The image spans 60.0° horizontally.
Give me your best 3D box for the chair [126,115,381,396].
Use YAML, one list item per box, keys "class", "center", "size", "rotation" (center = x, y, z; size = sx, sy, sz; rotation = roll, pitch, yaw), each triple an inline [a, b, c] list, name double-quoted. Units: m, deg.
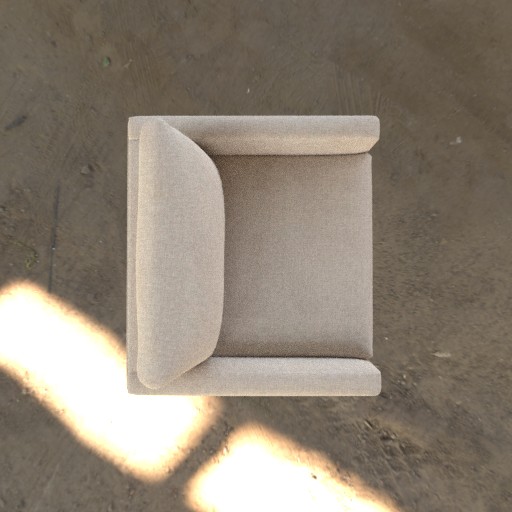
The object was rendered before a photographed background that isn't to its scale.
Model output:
- class: "chair"
  center: [0.000, 0.000, 1.663]
  size: [0.866, 0.861, 0.963]
  rotation: [0, 89, 0]
